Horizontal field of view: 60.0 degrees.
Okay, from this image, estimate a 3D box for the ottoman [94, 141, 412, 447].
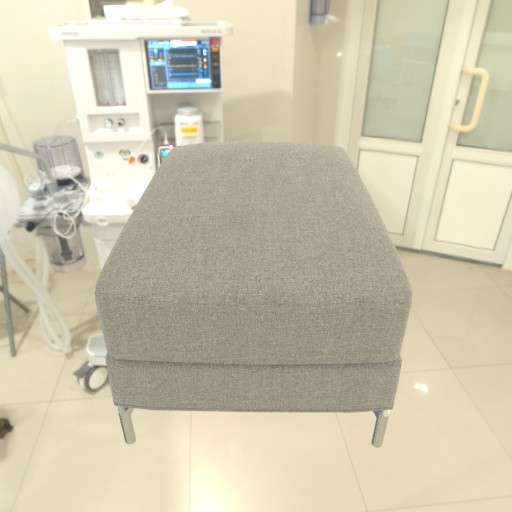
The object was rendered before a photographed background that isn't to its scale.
[{"bbox_3d":[0.000,0.000,1.175,0.584,0.457,0.838,0,31,1],"label":"ottoman"}]
